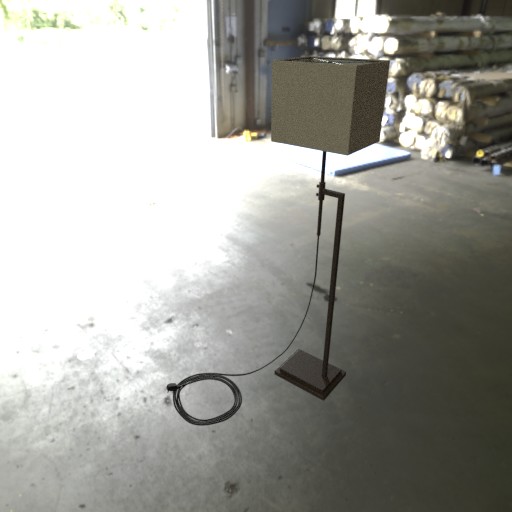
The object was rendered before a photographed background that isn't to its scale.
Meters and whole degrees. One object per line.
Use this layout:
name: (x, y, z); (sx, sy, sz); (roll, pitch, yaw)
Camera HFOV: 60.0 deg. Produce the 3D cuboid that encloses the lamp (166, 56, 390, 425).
lamp: (0.000, 0.000, 1.991); (0.698, 1.600, 0.774); (20, 34, 33)
